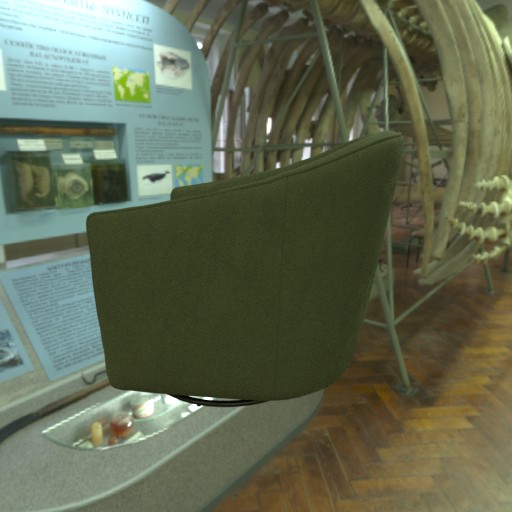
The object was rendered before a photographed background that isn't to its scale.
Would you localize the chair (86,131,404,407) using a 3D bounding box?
[{"bbox_3d":[0.000,0.000,1.477,0.875,0.799,0.747,2,14,8],"label":"chair"}]
